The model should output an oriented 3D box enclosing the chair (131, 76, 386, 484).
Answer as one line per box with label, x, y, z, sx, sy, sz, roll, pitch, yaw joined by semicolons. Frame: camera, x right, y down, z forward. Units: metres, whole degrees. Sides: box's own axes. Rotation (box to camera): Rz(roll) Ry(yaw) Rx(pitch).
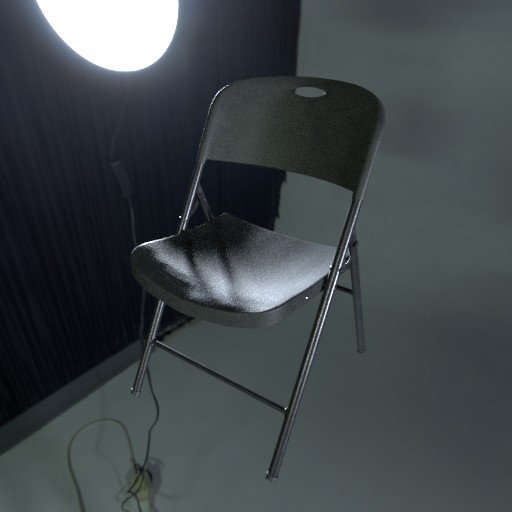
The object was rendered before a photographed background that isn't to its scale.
chair;0.000;0.000;1.152;0.494;0.810;0.566;19;34;30
